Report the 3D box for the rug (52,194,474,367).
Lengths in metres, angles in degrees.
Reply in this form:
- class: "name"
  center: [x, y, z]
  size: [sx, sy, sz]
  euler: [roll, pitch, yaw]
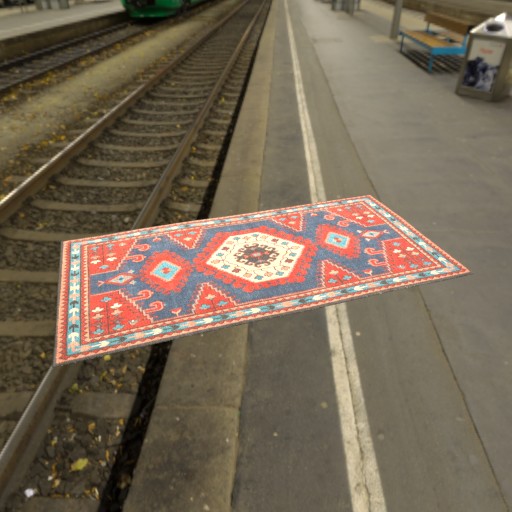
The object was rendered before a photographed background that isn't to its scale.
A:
- class: "rug"
  center: [0.000, 0.000, 3.604]
  size: [3.032, 0.034, 1.522]
  euler: [-10, 34, -16]
